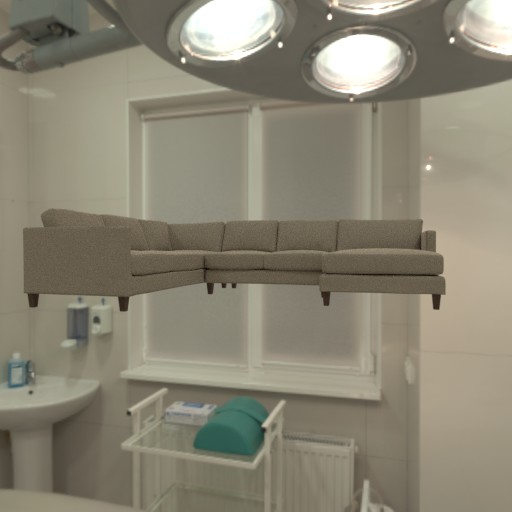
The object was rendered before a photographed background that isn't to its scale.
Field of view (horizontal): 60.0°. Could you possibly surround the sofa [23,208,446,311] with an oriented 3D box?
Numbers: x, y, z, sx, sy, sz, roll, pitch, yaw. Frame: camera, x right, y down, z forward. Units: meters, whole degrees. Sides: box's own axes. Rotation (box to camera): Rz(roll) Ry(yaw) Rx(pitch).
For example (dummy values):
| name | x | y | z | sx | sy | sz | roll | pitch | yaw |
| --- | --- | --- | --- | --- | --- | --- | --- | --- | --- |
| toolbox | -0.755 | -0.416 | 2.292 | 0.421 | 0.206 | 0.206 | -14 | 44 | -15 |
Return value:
| name | x | y | z | sx | sy | sz | roll | pitch | yaw |
| --- | --- | --- | --- | --- | --- | --- | --- | --- | --- |
| sofa | 0.000 | 0.000 | 4.437 | 3.438 | 0.865 | 2.424 | 0 | 1 | 16 |
